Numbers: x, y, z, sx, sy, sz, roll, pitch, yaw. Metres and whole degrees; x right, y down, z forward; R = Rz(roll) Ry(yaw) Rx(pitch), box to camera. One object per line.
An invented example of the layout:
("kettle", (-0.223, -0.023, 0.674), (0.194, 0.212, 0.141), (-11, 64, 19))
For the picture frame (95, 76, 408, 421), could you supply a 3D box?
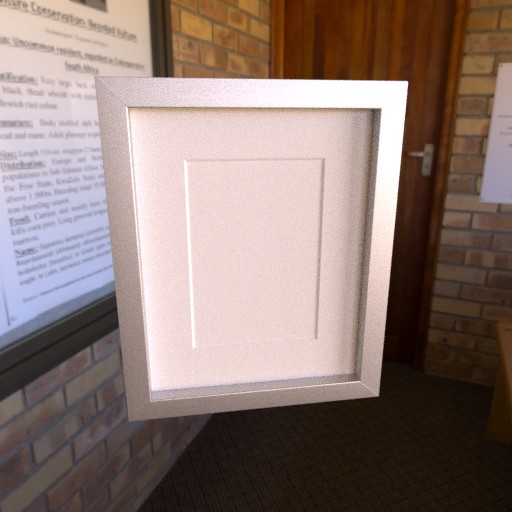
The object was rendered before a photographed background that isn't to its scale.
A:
("picture frame", (0.000, 0.000, 0.382), (0.233, 0.282, 0.036), (-3, 17, -9))
